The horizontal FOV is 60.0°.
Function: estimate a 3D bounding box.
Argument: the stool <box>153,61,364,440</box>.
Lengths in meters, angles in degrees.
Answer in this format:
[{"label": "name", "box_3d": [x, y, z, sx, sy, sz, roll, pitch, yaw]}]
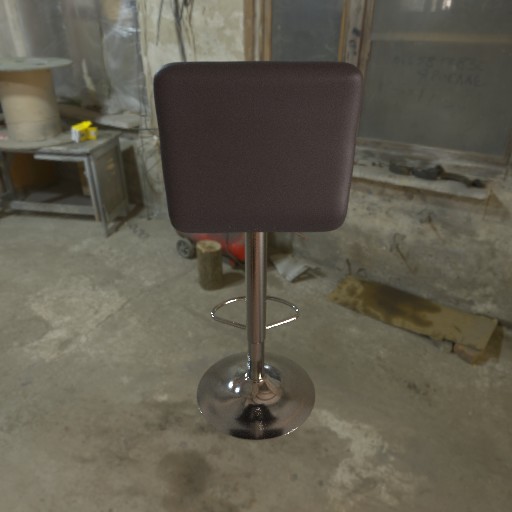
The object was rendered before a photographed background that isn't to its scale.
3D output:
[{"label": "stool", "box_3d": [0.000, 0.000, 1.331, 0.430, 1.115, 0.505, -1, 29, -1]}]
